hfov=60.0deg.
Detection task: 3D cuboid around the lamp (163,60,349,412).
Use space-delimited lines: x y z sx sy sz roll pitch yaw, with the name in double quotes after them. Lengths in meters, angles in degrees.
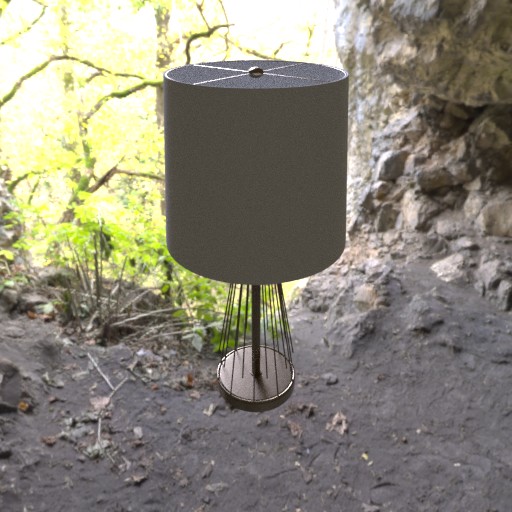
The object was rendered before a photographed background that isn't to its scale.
0.000 0.000 0.781 0.303 0.618 0.303 0 31 0 "lamp"
